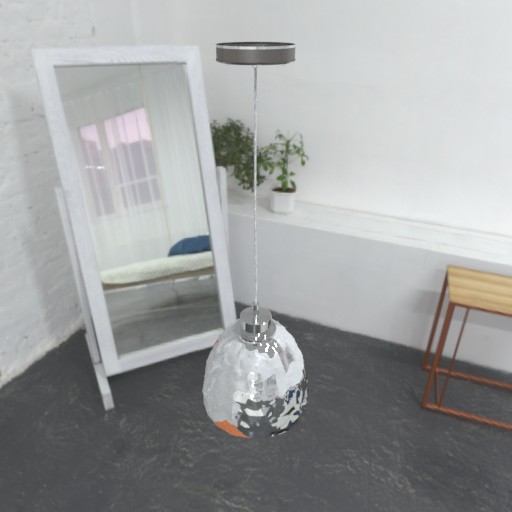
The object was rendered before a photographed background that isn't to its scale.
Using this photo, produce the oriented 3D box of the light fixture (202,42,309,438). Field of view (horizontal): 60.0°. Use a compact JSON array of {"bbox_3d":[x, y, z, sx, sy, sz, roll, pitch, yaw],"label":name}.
[{"bbox_3d":[0.000,0.000,1.748,0.496,1.511,0.500,1,29,2],"label":"light fixture"}]
